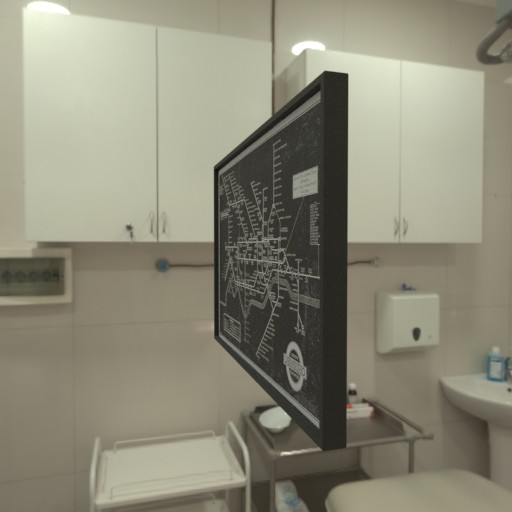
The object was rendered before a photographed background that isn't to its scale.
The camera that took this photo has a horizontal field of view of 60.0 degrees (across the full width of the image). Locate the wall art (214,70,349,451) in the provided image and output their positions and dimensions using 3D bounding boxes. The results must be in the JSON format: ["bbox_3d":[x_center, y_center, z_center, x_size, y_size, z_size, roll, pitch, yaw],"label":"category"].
[{"bbox_3d":[0.000,0.000,0.565,0.021,0.301,0.443,0,2,-17],"label":"wall art"}]
